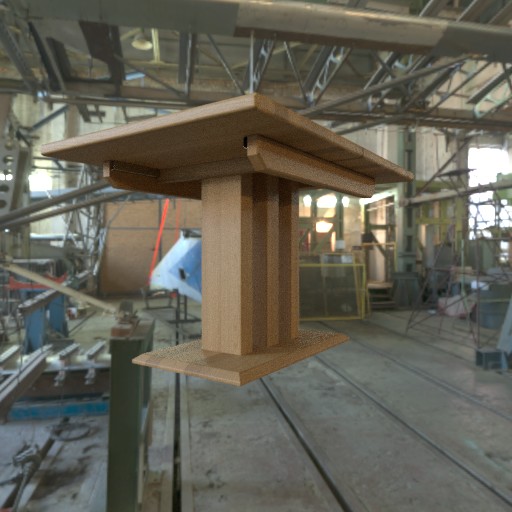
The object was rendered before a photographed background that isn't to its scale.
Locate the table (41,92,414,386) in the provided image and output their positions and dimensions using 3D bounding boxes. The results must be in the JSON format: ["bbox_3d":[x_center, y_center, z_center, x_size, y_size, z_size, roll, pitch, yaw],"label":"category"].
[{"bbox_3d":[0.000,0.000,1.797,0.900,0.770,1.300,1,1,35],"label":"table"}]
